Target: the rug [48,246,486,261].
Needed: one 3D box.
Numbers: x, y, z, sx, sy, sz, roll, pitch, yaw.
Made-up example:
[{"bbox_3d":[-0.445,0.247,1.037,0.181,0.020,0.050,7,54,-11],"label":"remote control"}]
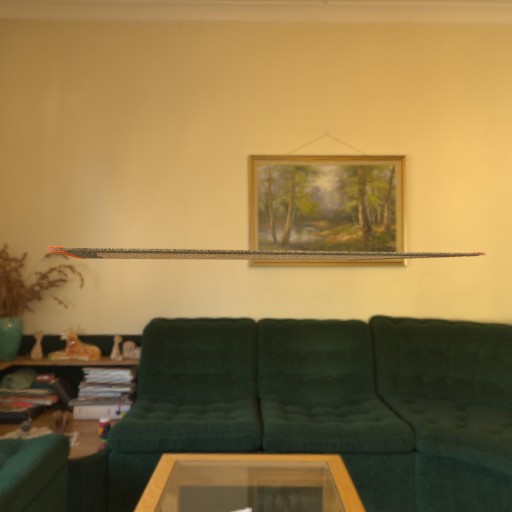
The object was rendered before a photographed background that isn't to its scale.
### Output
[{"bbox_3d":[0.000,0.000,2.310,1.838,0.019,1.220,1,-2,-17],"label":"rug"}]
